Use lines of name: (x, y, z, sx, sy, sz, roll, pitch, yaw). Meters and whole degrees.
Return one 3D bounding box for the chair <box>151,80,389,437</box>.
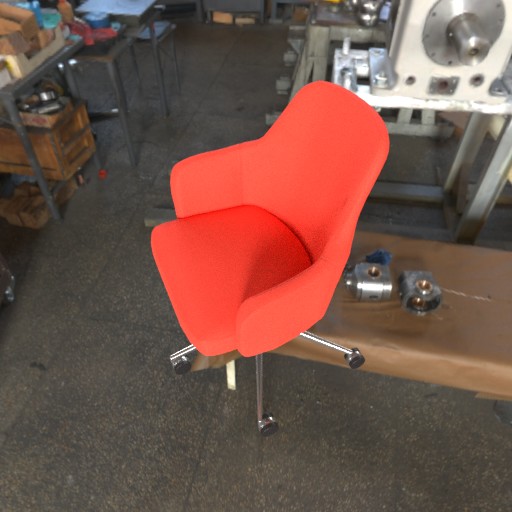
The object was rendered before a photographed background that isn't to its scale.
chair: (0.000, 0.000, 1.245, 0.600, 0.820, 0.655, -17, 48, -16)
